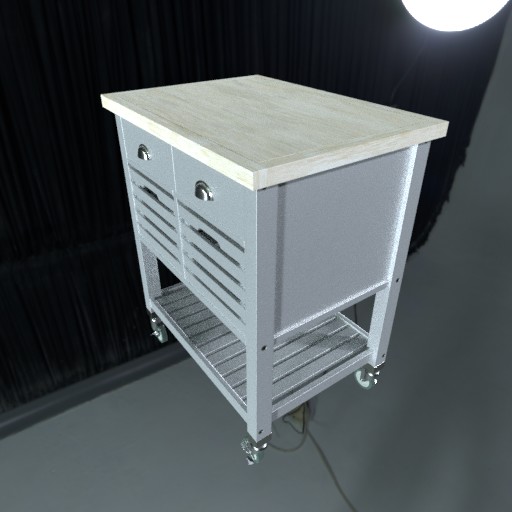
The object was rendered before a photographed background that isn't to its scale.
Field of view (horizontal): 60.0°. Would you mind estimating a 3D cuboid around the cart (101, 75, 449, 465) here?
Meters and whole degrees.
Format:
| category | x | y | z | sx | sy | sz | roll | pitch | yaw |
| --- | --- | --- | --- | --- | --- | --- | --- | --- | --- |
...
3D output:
| category | x | y | z | sx | sy | sz | roll | pitch | yaw |
| --- | --- | --- | --- | --- | --- | --- | --- | --- | --- |
| cart | 0.000 | 0.000 | 1.394 | 0.559 | 0.914 | 0.762 | -21 | 37 | -30 |
